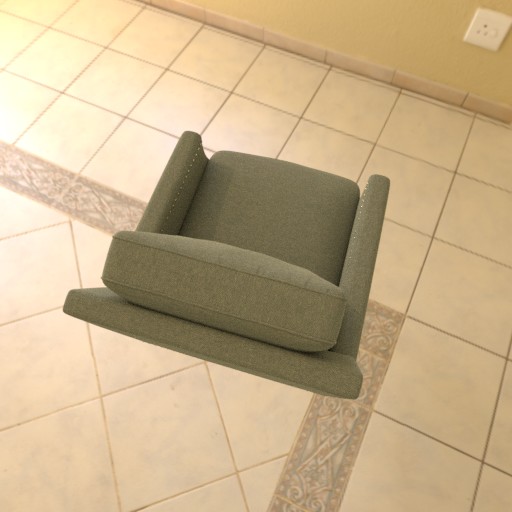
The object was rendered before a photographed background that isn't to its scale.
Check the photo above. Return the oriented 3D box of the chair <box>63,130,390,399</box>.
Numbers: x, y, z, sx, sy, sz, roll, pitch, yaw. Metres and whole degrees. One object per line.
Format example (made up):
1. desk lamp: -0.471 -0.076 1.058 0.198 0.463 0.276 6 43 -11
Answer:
1. chair: 0.000 0.000 1.773 0.885 1.031 1.031 15 64 7
